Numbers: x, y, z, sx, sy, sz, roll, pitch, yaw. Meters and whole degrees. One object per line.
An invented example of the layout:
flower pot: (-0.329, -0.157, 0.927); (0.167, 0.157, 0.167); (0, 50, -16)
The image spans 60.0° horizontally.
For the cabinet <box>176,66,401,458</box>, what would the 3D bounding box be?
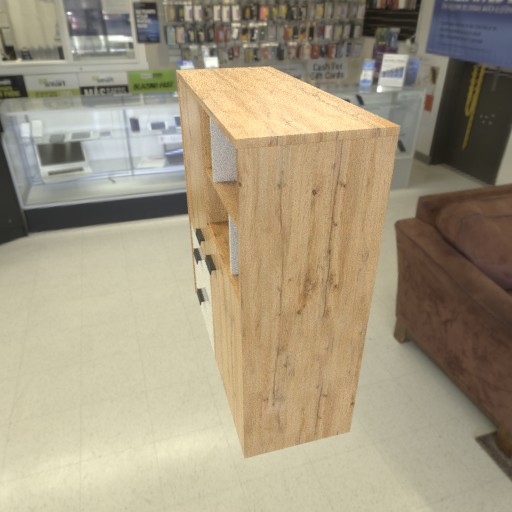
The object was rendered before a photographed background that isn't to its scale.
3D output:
cabinet: (0.000, 0.000, 1.968); (0.473, 1.397, 1.168); (-8, 32, -14)
